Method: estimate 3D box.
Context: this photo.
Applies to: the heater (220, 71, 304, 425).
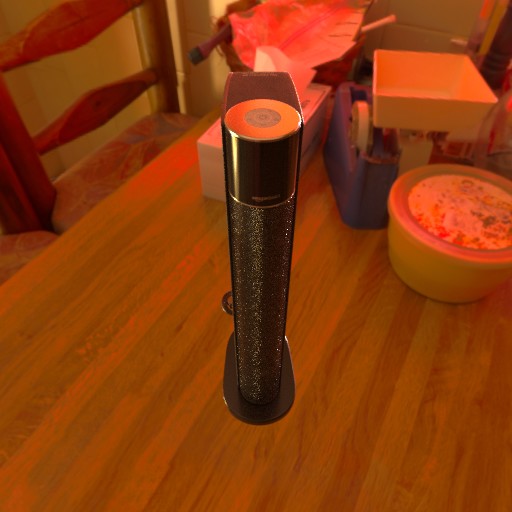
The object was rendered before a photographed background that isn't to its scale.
[{"bbox_3d":[0.000,0.000,1.030,0.214,0.856,0.458,-1,47,-1],"label":"heater"}]
